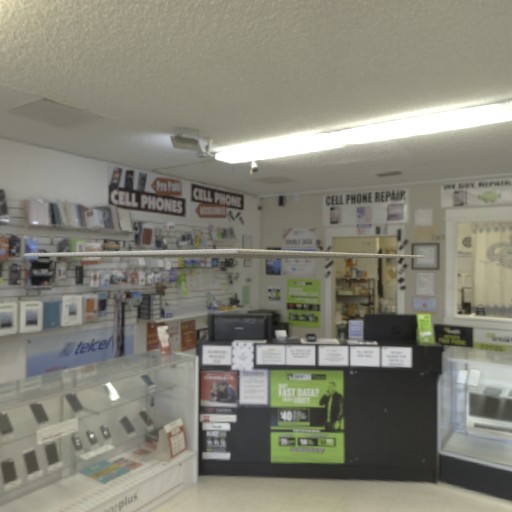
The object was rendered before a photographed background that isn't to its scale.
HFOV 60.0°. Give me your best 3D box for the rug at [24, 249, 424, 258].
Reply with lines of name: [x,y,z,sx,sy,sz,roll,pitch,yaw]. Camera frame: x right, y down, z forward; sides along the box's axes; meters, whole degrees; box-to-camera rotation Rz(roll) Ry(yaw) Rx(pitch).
rug: [0.000,0.000,2.339,1.219,0.013,1.829,-1,-1,36]
